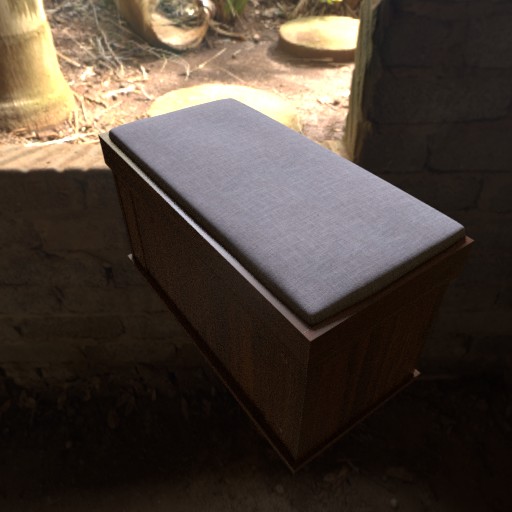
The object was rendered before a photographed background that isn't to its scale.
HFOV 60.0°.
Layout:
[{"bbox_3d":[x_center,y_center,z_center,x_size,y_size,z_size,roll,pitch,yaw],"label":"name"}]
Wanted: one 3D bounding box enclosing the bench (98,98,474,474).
[{"bbox_3d":[0.000,0.000,0.997,0.362,0.461,0.734,-25,46,-26],"label":"bench"}]
